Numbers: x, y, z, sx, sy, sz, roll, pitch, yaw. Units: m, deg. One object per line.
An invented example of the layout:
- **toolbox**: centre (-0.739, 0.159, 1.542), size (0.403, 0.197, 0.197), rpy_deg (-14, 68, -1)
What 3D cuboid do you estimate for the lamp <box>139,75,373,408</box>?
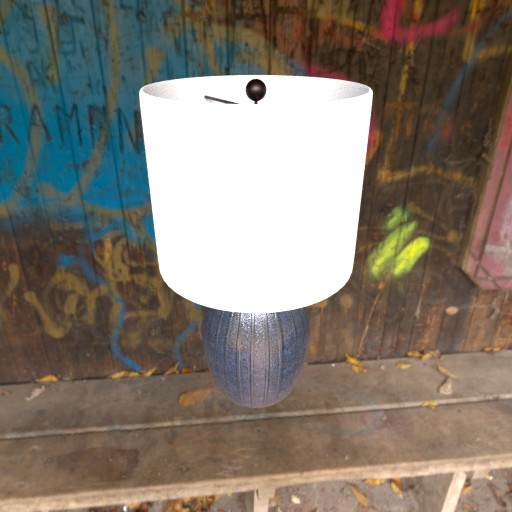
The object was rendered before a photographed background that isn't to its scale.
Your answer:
- **lamp**: centre (0.000, 0.000, 0.764), size (0.329, 0.570, 0.329), rpy_deg (-17, 32, -30)
